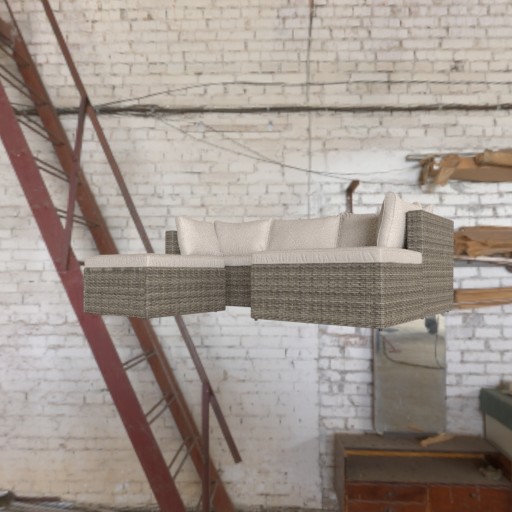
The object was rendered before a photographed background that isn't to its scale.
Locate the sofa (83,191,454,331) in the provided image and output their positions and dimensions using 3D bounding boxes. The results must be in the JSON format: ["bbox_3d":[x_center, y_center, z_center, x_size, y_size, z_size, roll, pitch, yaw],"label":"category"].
[{"bbox_3d":[0.000,0.000,3.076,2.192,0.766,1.662,-2,-3,37],"label":"sofa"}]
